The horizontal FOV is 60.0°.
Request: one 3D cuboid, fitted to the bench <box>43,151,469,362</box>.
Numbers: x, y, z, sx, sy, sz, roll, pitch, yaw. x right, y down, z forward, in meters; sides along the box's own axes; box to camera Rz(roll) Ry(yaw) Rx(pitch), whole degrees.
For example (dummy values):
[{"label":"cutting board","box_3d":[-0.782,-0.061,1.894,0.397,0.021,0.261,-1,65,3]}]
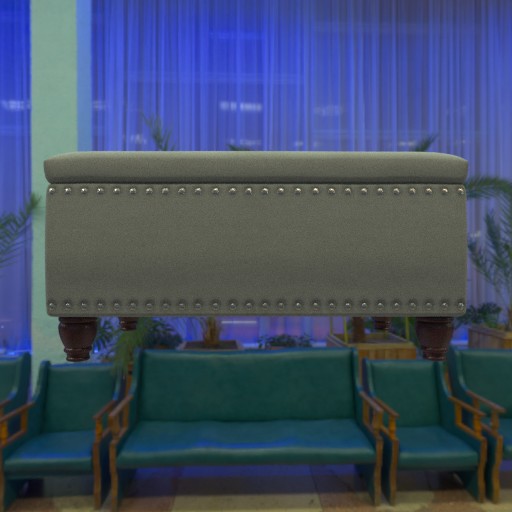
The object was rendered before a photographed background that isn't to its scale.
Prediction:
[{"label":"bench","box_3d":[0.000,0.000,1.160,0.887,0.449,0.500,0,0,0]}]
